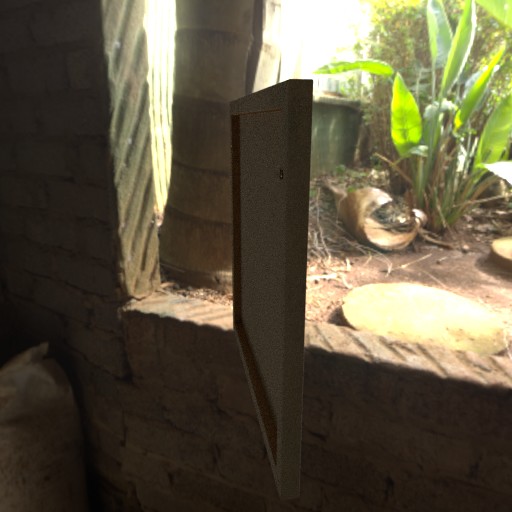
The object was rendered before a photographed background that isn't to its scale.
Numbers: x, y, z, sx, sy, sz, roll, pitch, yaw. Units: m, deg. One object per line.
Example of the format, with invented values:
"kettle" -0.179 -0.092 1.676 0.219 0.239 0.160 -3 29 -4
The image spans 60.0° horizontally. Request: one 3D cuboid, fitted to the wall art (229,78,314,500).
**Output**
"wall art" 0.000 0.000 1.110 0.041 0.762 0.762 -3 17 -9
